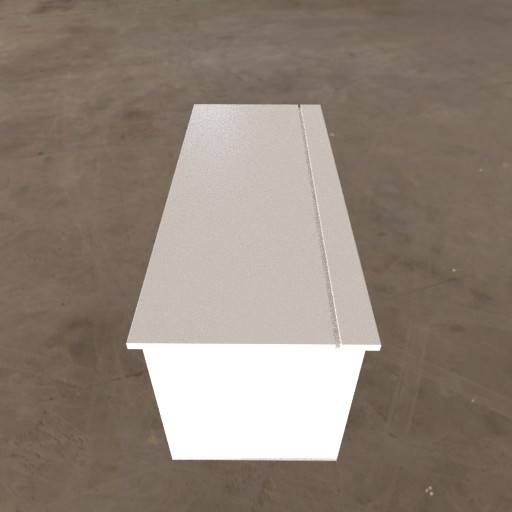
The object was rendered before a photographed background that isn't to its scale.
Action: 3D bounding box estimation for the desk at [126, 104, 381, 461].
[{"bbox_3d":[0.000,0.000,2.008,0.670,0.760,1.580,0,41,0],"label":"desk"}]
